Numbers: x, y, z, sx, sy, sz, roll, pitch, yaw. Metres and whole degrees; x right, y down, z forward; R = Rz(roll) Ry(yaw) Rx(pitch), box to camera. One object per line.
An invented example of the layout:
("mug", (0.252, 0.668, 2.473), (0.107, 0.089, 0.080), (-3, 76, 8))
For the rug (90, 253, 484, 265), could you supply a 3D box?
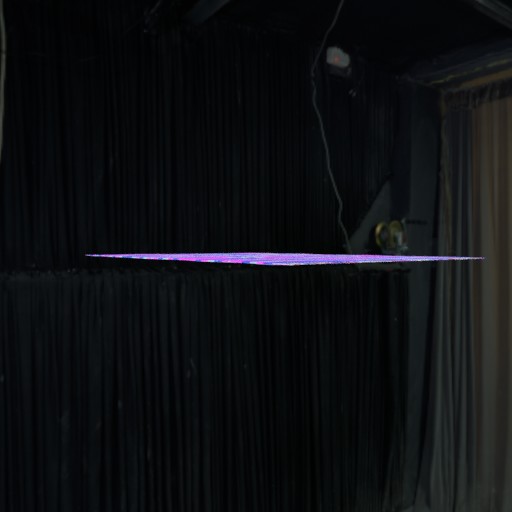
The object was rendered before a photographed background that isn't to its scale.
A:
("rug", (0.000, 0.000, 2.983), (1.539, 0.013, 2.350), (-1, 2, -38))
